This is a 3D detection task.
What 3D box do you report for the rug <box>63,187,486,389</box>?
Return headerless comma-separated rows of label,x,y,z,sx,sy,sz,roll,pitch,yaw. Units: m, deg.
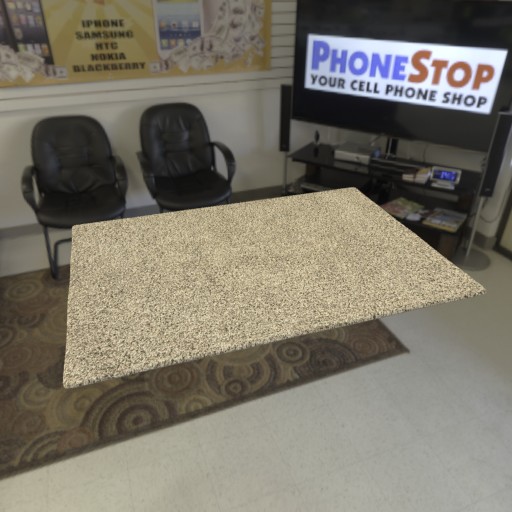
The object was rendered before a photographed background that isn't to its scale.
rug,0.000,0.000,2.237,1.778,0.030,1.219,-10,33,-15
